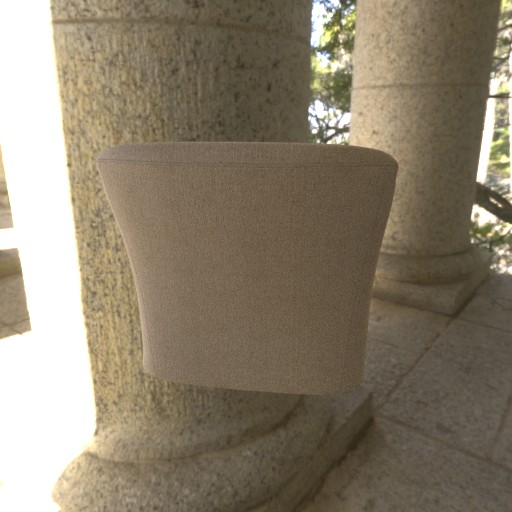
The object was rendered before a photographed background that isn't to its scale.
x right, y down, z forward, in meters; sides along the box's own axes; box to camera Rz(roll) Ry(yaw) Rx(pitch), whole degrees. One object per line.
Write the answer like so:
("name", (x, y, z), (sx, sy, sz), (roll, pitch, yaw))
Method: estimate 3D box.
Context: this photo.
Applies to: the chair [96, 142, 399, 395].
("chair", (0.000, 0.000, 1.642), (0.864, 0.856, 0.923), (2, 17, 8))
